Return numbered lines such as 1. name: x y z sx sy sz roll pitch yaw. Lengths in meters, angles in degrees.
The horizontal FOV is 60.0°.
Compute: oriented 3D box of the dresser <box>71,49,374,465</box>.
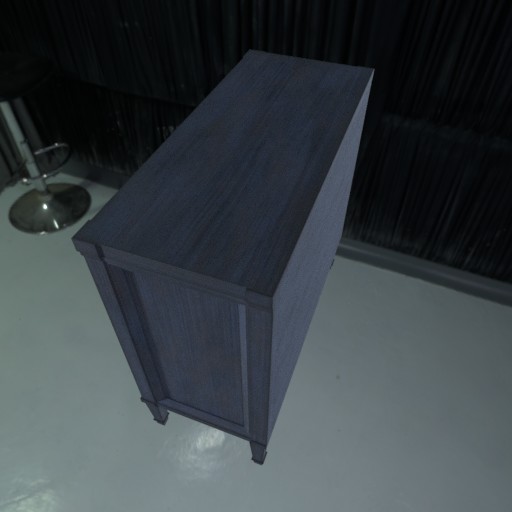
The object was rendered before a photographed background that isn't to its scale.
1. dresser: 0.000 0.000 1.582 0.463 0.986 1.049 15 49 14
